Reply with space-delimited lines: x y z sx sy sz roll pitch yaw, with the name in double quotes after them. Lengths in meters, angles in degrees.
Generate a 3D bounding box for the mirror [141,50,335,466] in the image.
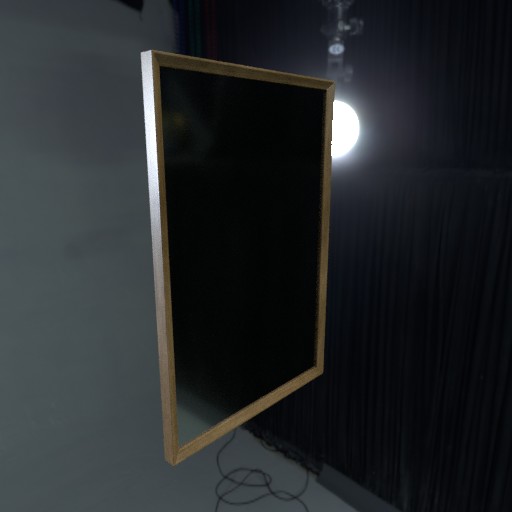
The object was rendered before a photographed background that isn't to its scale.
0.000 0.000 1.167 0.041 0.915 0.609 13 19 42 "mirror"
